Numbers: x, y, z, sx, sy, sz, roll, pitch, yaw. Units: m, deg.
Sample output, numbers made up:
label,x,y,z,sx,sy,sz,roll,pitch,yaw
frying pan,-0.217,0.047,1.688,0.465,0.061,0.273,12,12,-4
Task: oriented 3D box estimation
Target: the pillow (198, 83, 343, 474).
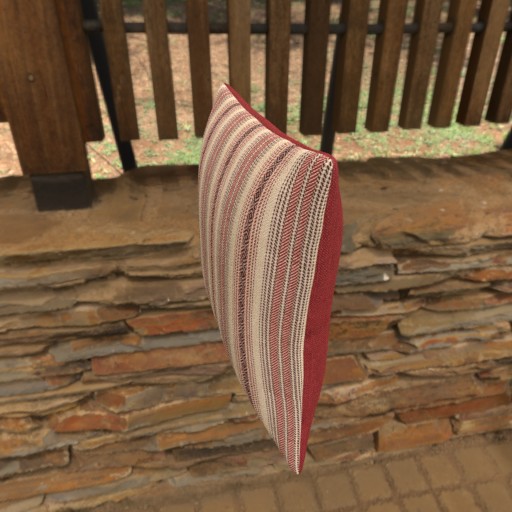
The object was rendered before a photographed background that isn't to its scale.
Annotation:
label,x,y,z,sx,sy,sz,roll,pitch,yaw
pillow,0.000,0.000,0.768,0.166,0.497,0.513,-8,31,-14
